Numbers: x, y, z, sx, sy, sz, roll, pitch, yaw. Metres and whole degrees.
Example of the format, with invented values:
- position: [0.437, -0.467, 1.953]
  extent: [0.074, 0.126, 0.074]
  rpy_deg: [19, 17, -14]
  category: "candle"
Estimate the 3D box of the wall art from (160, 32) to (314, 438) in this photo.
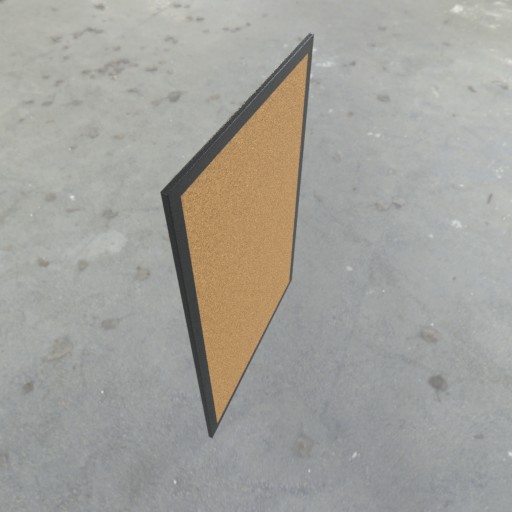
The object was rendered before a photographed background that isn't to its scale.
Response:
- position: [0.000, 0.000, 1.257]
  extent: [0.013, 0.967, 0.707]
  rpy_deg: [18, 49, 16]
  category: "wall art"
